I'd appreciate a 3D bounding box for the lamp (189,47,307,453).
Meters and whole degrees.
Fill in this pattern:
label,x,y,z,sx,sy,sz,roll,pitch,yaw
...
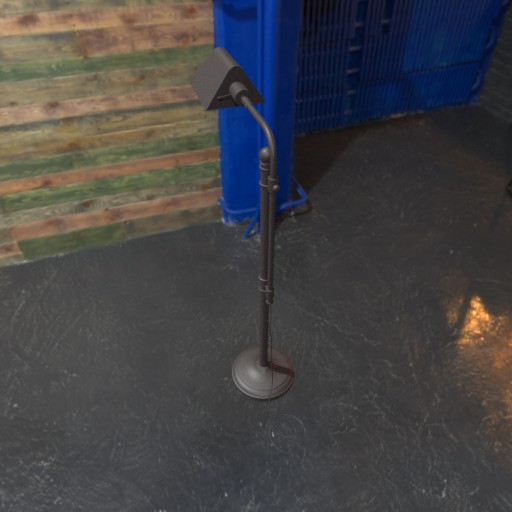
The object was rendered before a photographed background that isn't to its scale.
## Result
label,x,y,z,sx,sy,sz,roll,pitch,yaw
lamp,0.000,0.000,0.941,0.159,0.708,0.545,-12,43,-14
